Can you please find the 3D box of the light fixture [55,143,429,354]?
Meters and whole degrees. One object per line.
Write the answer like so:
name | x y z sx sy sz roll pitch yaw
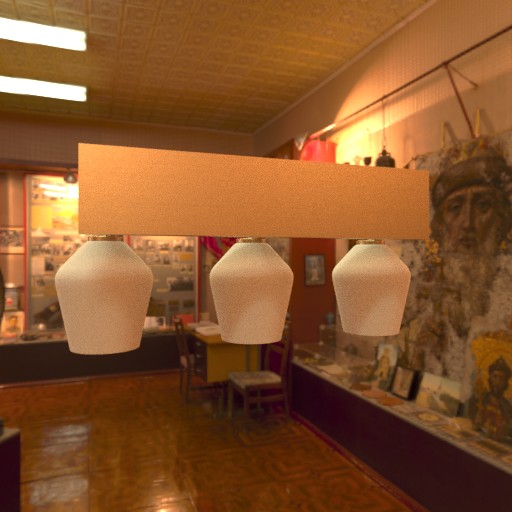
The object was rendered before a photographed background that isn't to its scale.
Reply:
light fixture | 0.000 0.000 0.729 0.609 0.280 0.190 0 0 -19
